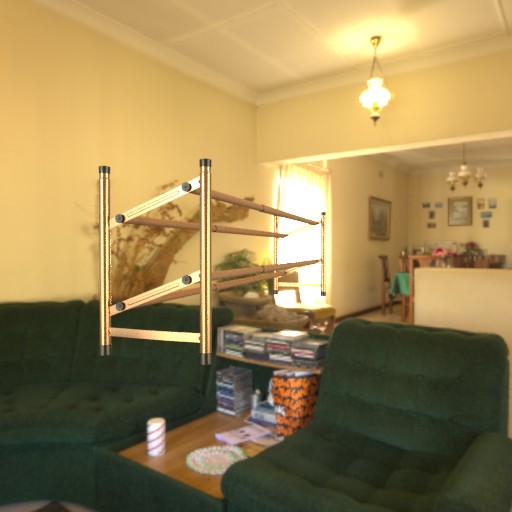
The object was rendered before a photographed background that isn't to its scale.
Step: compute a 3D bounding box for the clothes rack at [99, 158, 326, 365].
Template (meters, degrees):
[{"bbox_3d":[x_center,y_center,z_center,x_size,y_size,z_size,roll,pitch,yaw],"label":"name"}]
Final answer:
[{"bbox_3d":[0.000,0.000,1.331,0.229,0.349,1.168,0,1,19],"label":"clothes rack"}]
